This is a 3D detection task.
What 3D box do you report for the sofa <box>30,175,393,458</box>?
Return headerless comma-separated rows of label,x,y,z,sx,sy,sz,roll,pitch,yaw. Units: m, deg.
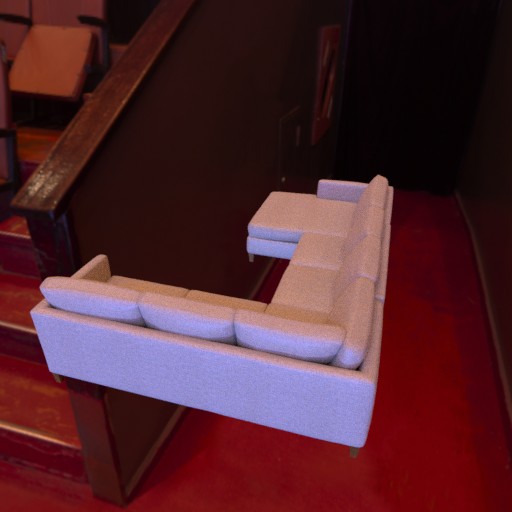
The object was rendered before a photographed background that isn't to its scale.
sofa,0.000,0.000,4.561,2.594,0.961,3.460,9,31,14
